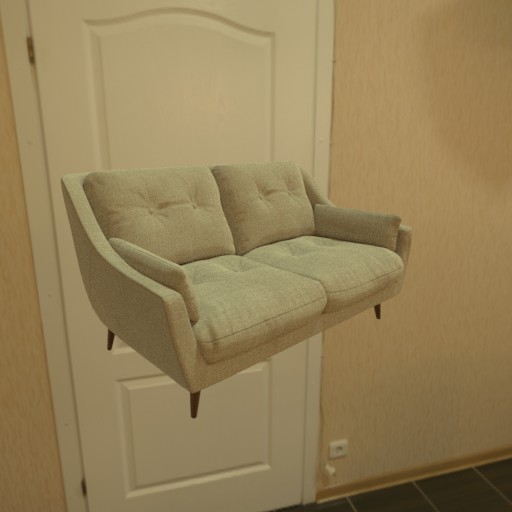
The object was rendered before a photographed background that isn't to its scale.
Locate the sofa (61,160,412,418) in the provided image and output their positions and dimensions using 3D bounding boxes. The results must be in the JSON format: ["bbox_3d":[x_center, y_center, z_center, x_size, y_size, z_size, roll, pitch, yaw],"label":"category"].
[{"bbox_3d":[0.000,0.000,2.256,1.652,0.888,0.965,-14,21,-43],"label":"sofa"}]
